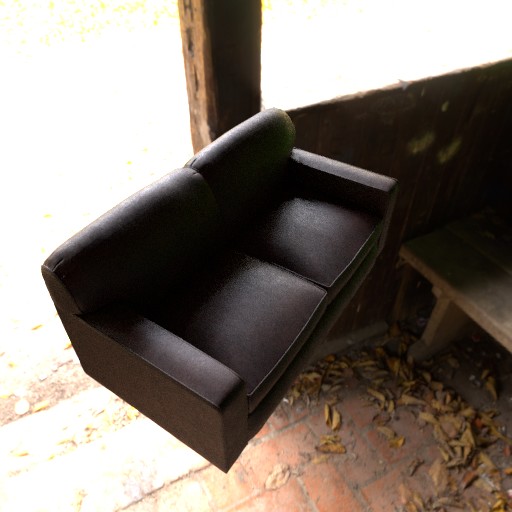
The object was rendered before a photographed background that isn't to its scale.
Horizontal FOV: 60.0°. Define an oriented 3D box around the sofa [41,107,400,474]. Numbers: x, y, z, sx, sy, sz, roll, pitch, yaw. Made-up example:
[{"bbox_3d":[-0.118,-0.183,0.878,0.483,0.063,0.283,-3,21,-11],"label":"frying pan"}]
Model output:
[{"bbox_3d":[0.000,0.000,2.456,1.000,0.966,1.856,24,47,24],"label":"sofa"}]
